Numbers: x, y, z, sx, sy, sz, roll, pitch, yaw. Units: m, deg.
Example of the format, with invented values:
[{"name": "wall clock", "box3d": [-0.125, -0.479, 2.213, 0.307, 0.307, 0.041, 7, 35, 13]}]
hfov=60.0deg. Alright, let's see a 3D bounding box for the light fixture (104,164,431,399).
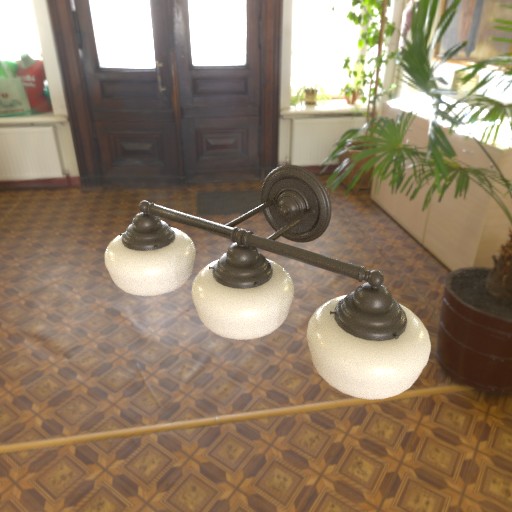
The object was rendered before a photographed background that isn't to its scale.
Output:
[{"name": "light fixture", "box3d": [0.000, 0.000, 0.720, 0.587, 0.242, 0.239, 18, 34, 30]}]
